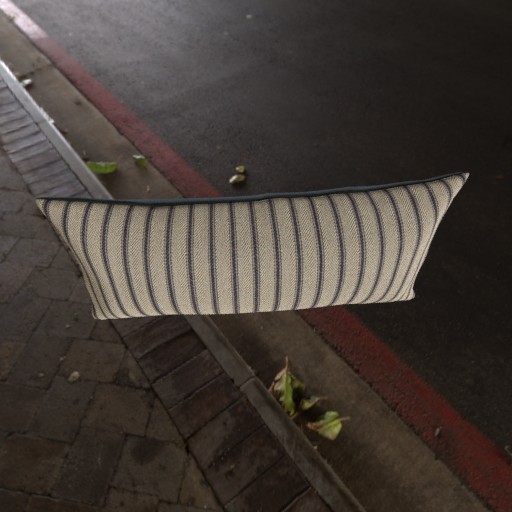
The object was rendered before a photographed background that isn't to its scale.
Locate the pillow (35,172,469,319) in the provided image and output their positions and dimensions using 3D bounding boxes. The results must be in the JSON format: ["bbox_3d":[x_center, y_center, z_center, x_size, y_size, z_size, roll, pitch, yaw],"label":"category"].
[{"bbox_3d":[0.000,0.000,0.727,0.609,0.305,0.151,-3,47,-3],"label":"pillow"}]
